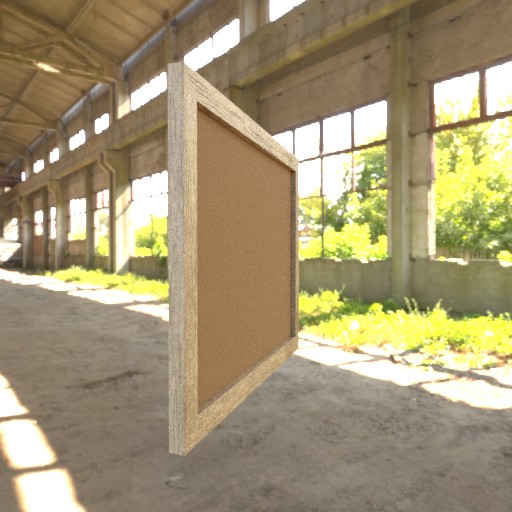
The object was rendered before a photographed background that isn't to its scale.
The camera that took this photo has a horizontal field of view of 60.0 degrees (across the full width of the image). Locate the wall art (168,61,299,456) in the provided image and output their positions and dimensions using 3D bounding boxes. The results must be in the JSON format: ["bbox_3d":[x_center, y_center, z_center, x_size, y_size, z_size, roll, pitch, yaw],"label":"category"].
[{"bbox_3d":[0.000,0.000,0.932,0.026,0.535,0.690,0,1,19],"label":"wall art"}]
